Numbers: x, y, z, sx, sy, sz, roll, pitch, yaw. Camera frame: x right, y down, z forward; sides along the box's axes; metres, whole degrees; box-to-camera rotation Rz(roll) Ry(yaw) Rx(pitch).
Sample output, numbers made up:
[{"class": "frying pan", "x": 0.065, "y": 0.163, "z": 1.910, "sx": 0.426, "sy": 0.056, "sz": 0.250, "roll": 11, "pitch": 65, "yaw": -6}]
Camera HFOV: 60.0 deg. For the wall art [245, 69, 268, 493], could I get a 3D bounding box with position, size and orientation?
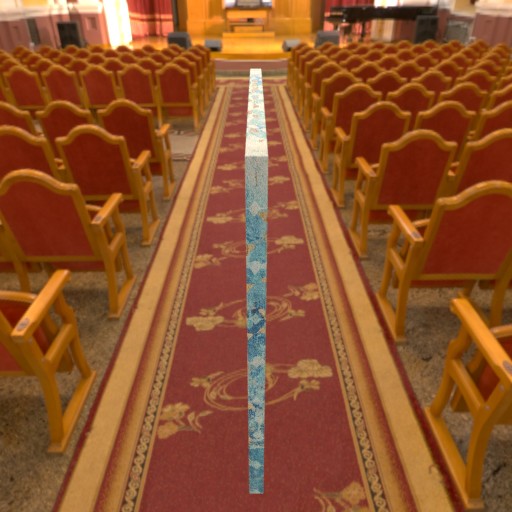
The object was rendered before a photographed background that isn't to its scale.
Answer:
[{"class": "wall art", "x": 0.000, "y": 0.000, "z": 1.329, "sx": 0.040, "sy": 0.916, "sz": 0.916, "roll": 0, "pitch": 31, "yaw": 0}]
